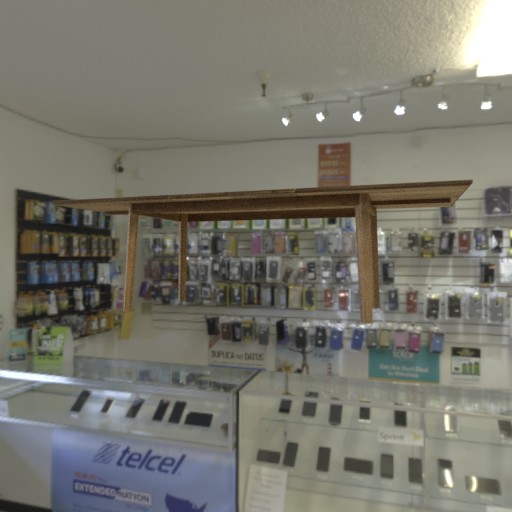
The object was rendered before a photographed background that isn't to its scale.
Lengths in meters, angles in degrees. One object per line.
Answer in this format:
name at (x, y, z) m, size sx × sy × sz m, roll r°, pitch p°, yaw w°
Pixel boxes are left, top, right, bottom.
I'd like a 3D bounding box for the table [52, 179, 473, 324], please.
table at (0.000, 0.000, 3.083) m, size 2.603 × 0.752 × 1.000 m, roll 0°, pitch 0°, yaw 19°
